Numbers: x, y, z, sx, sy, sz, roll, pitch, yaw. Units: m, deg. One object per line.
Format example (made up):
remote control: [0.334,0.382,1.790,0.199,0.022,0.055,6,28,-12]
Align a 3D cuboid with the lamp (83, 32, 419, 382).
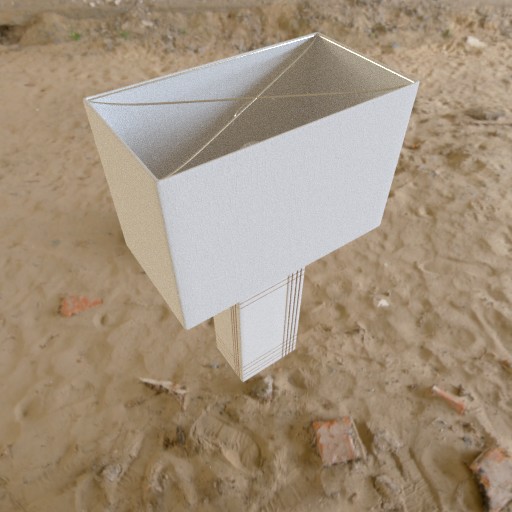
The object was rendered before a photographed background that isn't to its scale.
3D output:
lamp: [0.000,0.000,0.691,0.334,0.543,0.182,-27,52,-23]
